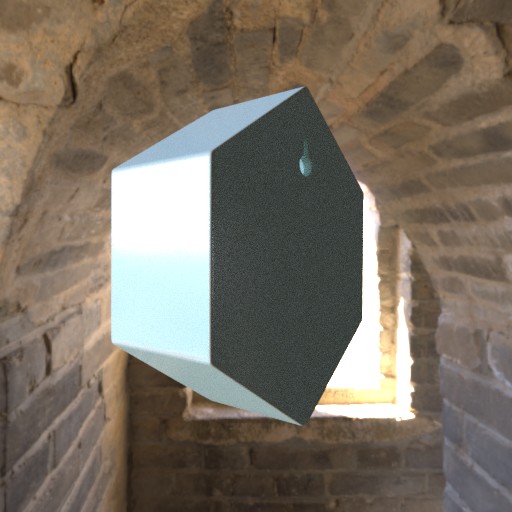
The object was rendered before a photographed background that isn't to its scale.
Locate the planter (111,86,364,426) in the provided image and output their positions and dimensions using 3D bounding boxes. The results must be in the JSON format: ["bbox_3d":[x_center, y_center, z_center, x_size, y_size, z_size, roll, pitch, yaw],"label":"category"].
[{"bbox_3d":[0.000,0.000,0.293,0.078,0.207,0.169,0,0,37],"label":"planter"}]
